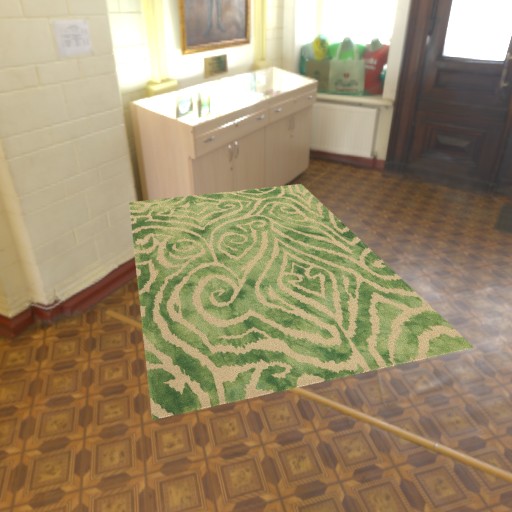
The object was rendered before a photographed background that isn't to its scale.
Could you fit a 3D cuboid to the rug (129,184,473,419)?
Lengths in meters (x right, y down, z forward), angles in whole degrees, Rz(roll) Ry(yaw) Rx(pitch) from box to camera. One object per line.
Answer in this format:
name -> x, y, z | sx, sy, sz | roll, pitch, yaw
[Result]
rug -> 0.000, 0.000, 2.323 | 1.220, 0.006, 1.826 | -8, 31, -14
